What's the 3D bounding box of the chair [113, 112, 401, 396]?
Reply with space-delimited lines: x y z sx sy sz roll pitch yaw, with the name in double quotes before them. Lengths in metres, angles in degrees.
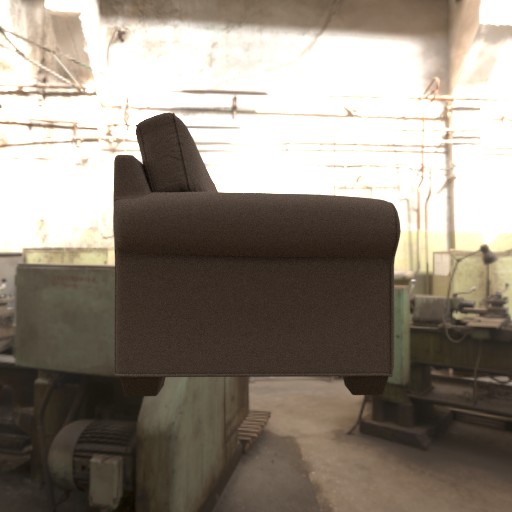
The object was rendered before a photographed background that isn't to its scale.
"chair" 0.000 0.000 2.038 0.930 0.930 1.390 0 -1 -1
